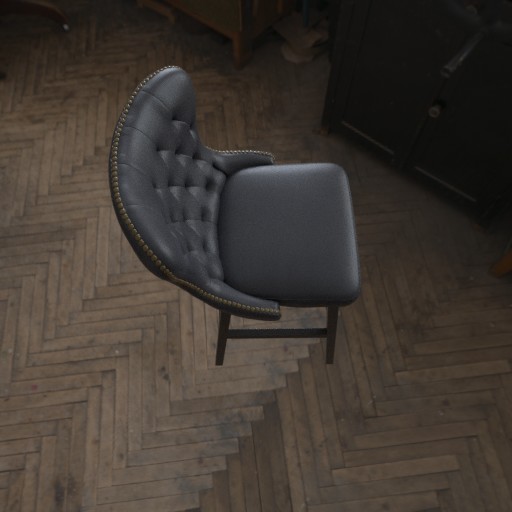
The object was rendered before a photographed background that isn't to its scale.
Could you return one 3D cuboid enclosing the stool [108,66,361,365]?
[{"bbox_3d":[0.000,0.000,1.364,0.601,1.050,0.528,-1,64,0],"label":"stool"}]
